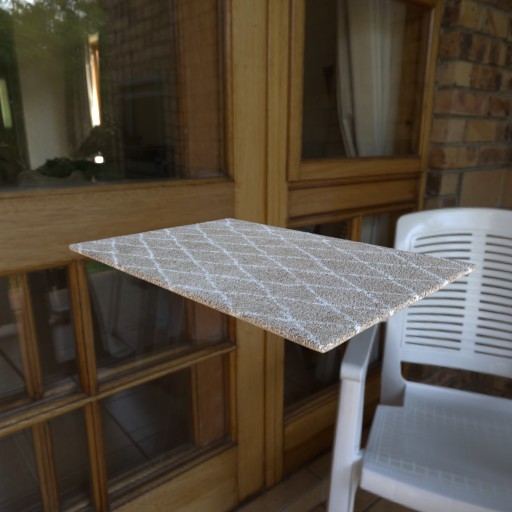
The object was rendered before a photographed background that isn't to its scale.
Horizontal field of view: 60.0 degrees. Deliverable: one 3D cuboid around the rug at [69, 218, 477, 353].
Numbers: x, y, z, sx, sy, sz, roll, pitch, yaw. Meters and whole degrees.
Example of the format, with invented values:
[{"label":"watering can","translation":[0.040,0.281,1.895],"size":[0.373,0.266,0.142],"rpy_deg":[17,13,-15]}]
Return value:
[{"label":"rug","translation":[0.000,0.000,2.304],"size":[1.219,0.030,1.778],"rpy_deg":[-14,21,-43]}]
